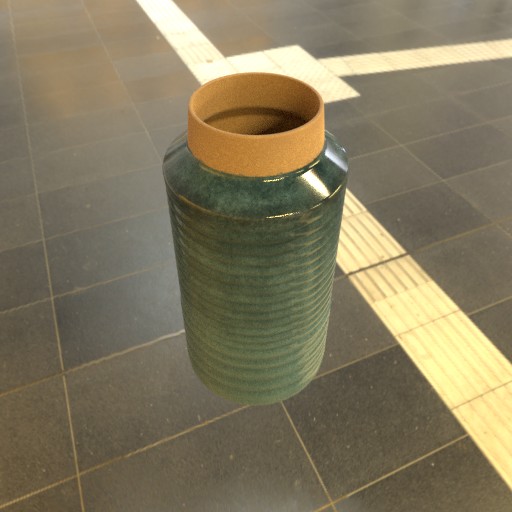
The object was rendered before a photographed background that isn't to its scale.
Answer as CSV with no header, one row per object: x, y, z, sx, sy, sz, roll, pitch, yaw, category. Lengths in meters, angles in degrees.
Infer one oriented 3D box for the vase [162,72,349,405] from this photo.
0.000,0.000,0.427,0.163,0.316,0.163,0,46,0,vase
